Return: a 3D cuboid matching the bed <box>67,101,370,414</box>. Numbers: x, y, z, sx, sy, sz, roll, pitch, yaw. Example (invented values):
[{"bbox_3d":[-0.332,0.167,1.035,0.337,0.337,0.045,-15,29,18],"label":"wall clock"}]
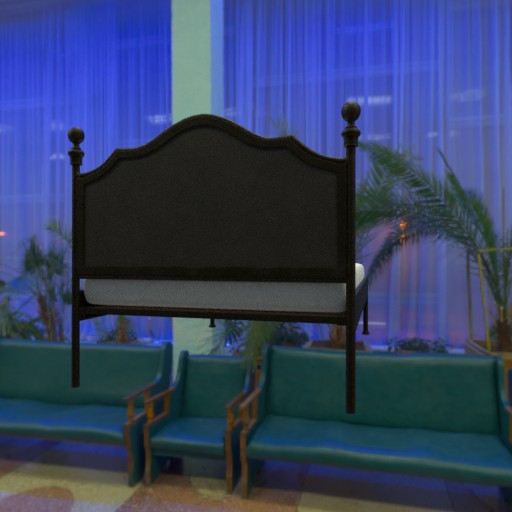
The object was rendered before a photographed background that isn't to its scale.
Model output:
[{"bbox_3d":[0.000,0.000,3.367,1.642,1.499,2.224,0,0,16],"label":"bed"}]
